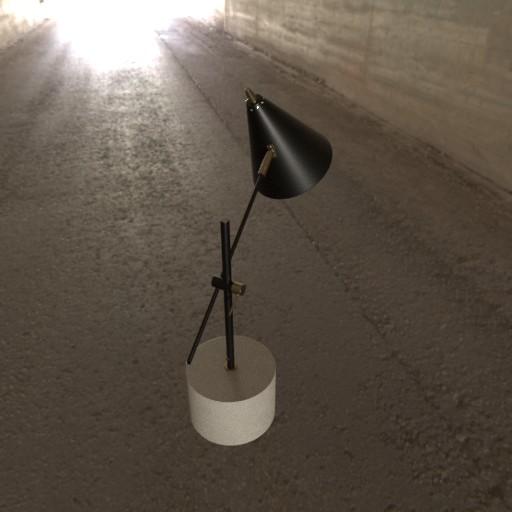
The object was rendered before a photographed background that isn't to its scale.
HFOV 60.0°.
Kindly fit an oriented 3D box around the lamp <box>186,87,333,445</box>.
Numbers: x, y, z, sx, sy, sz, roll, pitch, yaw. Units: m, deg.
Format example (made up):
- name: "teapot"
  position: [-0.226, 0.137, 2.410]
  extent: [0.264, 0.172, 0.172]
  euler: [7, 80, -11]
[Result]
- name: "lamp"
  position: [0.000, 0.000, 0.748]
  extent: [0.214, 0.518, 0.403]
  euler: [23, 39, 32]
